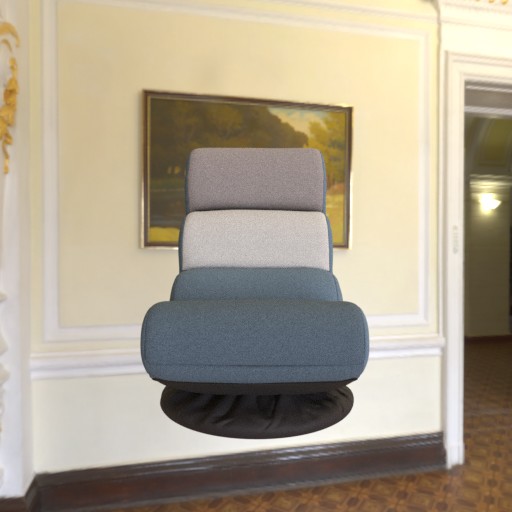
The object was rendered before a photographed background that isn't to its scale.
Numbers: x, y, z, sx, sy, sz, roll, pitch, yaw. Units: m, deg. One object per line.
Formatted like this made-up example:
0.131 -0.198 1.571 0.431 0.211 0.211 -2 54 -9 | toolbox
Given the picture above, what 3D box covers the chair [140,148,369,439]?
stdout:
0.000 0.000 1.071 0.420 0.641 0.661 0 1 0 | chair
